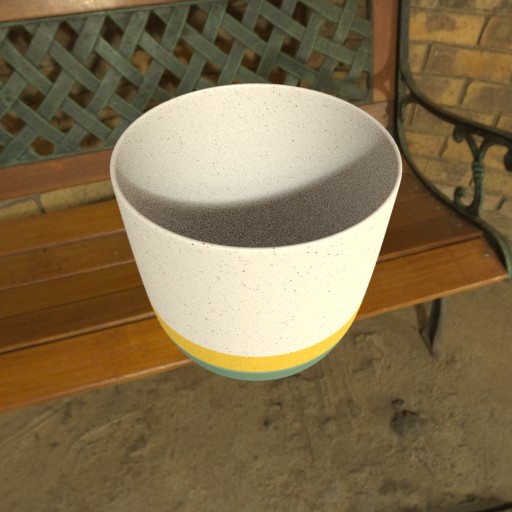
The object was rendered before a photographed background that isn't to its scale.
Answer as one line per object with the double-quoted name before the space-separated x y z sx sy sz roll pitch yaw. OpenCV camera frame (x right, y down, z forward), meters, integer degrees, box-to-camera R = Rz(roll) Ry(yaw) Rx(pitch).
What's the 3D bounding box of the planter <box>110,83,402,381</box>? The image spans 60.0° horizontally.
"planter" 0.000 0.000 0.379 0.195 0.214 0.195 0 47 0
